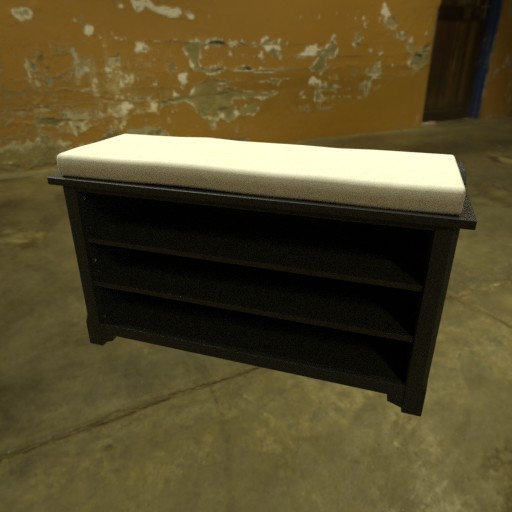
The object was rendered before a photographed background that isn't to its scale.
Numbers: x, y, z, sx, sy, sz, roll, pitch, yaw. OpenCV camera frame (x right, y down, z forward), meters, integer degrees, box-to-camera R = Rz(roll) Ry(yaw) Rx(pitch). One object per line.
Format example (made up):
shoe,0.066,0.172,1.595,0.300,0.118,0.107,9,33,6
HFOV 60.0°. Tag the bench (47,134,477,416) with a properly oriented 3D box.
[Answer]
bench,0.000,0.000,1.197,0.973,0.561,0.345,8,27,16
